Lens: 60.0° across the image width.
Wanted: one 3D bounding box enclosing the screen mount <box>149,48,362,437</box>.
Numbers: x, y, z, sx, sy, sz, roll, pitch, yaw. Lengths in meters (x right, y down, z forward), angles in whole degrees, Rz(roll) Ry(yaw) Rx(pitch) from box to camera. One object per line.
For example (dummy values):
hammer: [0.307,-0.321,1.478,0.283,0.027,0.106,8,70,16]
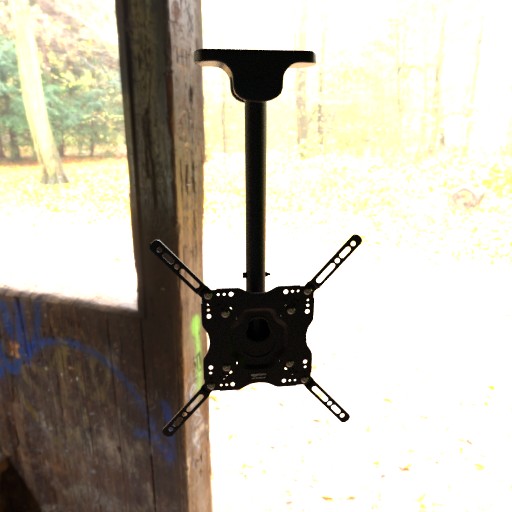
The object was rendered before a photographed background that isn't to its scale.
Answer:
screen mount: [0.000,0.000,0.864,0.393,0.729,0.090,-2,16,-7]
